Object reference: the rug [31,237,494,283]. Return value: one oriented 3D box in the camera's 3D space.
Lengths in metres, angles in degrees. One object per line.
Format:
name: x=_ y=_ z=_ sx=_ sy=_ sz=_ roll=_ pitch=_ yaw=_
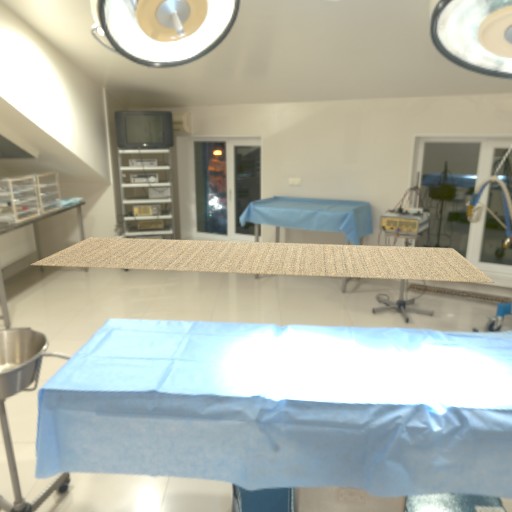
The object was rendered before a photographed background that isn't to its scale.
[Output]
rug: x=0.000 y=0.000 z=2.643 sx=2.437 sy=0.005 sz=0.688 roll=2 pitch=15 yaw=7
